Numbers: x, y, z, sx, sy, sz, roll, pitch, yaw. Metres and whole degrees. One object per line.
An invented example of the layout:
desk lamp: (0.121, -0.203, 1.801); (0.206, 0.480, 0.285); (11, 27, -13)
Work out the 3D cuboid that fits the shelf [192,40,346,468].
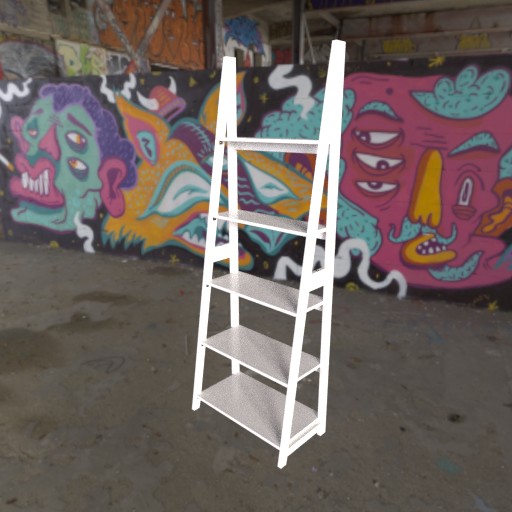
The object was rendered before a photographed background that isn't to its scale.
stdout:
shelf: (0.000, 0.000, 2.053); (0.636, 1.779, 0.341); (15, 22, 41)
